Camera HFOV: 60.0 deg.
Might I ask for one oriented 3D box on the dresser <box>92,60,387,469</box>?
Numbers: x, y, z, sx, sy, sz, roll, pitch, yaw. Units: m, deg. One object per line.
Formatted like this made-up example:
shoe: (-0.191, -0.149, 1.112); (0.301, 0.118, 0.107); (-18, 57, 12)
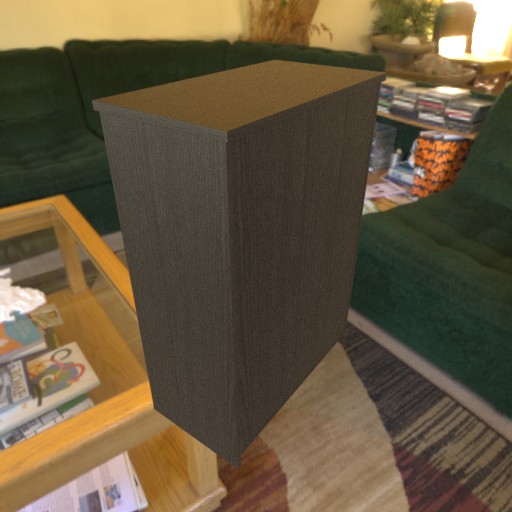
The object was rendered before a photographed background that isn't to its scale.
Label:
dresser: (0.000, 0.000, 1.387); (0.399, 1.020, 0.704); (22, 38, 30)
